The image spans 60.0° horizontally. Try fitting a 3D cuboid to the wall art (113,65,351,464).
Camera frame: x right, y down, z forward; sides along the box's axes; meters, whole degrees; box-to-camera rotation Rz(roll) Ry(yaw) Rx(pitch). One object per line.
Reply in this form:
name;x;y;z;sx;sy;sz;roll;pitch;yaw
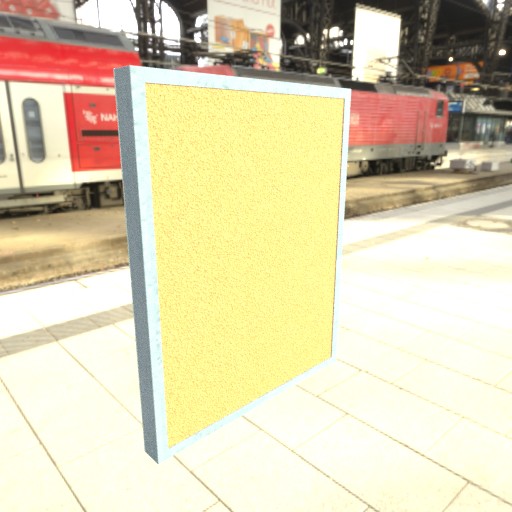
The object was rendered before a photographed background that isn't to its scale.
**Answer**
wall art;0.000;0.000;0.689;0.409;0.509;0.037;-15;22;-42
